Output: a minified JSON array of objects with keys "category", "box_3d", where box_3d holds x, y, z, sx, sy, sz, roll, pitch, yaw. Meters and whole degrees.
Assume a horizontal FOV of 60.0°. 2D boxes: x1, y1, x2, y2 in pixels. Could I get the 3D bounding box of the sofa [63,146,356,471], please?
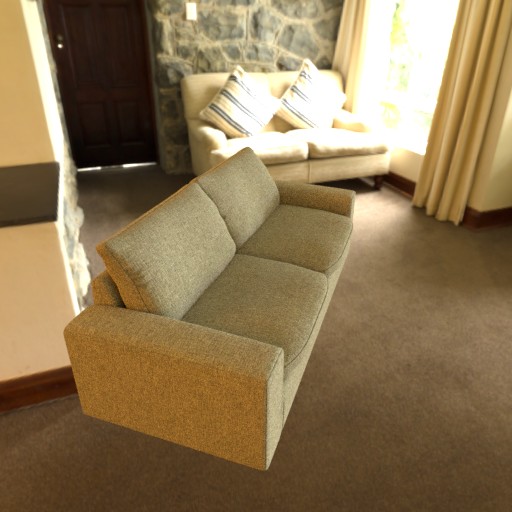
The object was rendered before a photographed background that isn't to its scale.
[{"category":"sofa","box_3d":[0.000,0.000,2.840,1.040,0.922,2.299,10,30,17]}]
